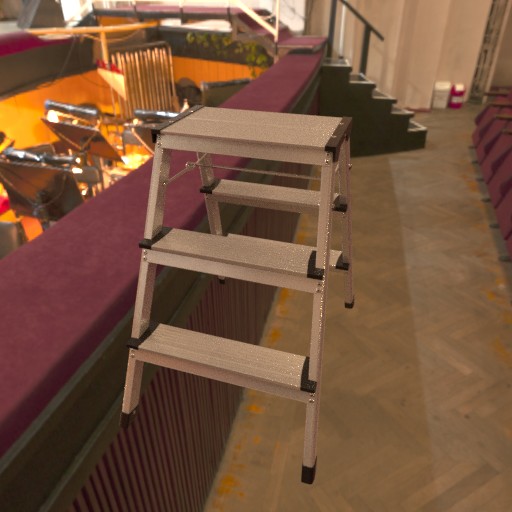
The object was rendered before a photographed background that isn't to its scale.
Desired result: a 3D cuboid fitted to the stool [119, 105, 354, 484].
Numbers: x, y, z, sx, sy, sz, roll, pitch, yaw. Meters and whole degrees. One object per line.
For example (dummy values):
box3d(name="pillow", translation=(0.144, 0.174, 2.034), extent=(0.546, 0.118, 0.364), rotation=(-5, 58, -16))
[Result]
box3d(name="stool", translation=(0.000, 0.000, 1.015), extent=(0.437, 0.605, 0.622), rotation=(10, 33, 15))
